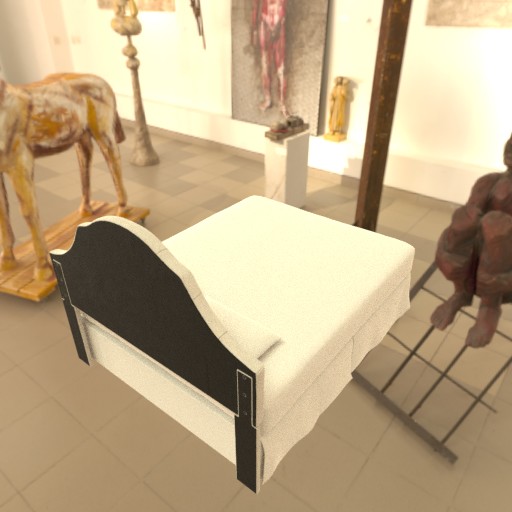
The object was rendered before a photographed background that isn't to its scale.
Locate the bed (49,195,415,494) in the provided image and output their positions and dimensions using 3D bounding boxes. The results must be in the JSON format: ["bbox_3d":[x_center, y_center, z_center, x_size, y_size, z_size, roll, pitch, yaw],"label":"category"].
[{"bbox_3d":[0.000,0.000,3.725,2.039,1.617,2.477,22,38,32],"label":"bed"}]
